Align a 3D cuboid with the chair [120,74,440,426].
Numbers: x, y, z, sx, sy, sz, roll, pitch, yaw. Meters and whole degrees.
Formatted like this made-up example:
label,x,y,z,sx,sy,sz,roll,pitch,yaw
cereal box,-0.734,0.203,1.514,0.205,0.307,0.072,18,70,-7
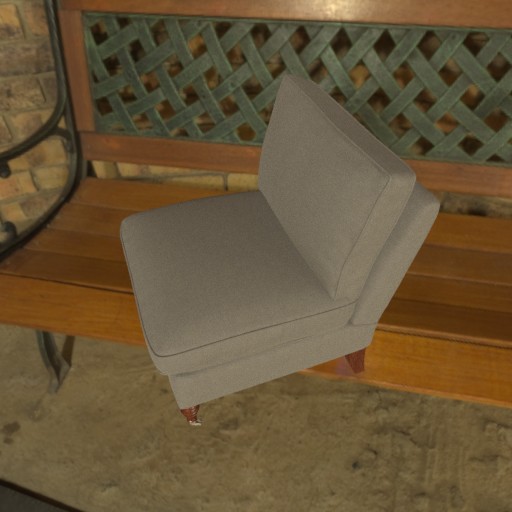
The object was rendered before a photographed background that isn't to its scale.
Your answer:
label,x,y,z,sx,sy,sz,roll,pitch,yaw
chair,0.000,0.000,1.672,0.924,1.045,0.724,-15,47,-15
